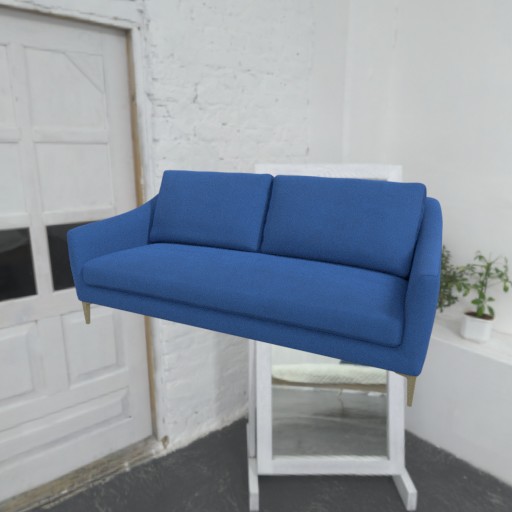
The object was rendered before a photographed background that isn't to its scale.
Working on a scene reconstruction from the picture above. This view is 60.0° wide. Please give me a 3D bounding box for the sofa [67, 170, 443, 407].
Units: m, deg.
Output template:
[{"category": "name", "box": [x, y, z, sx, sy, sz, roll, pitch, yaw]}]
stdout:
[{"category": "sofa", "box": [0.000, 0.000, 2.576, 2.036, 0.903, 0.960, 8, 17, 26]}]
